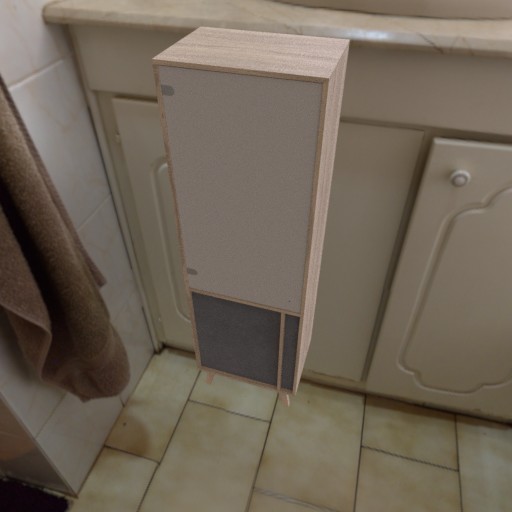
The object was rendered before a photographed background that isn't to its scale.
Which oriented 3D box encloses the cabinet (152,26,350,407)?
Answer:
[{"bbox_3d":[0.000,0.000,2.098,0.570,1.850,0.400,12,43,13],"label":"cabinet"}]
